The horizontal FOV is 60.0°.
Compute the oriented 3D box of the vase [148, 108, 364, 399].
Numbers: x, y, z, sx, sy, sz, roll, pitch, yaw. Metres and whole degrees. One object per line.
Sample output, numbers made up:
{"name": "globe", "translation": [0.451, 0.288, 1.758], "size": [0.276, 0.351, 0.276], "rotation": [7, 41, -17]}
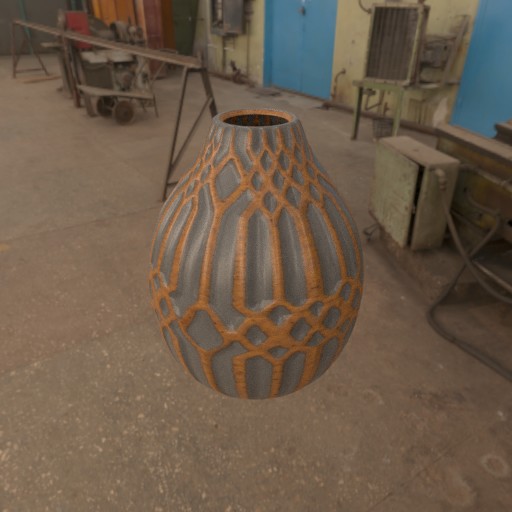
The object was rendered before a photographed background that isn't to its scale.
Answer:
{"name": "vase", "translation": [0.000, 0.000, 0.142], "size": [0.069, 0.088, 0.069], "rotation": [0, 31, 0]}
